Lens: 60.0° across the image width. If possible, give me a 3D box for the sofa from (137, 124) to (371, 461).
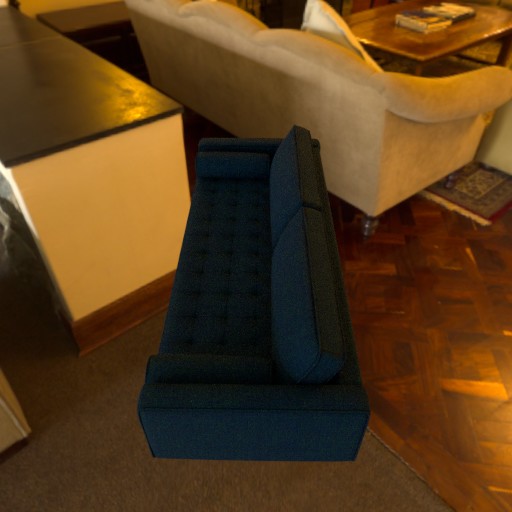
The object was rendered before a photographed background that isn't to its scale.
[{"bbox_3d":[0.000,0.000,2.605,0.914,0.762,2.210,1,42,1],"label":"sofa"}]
